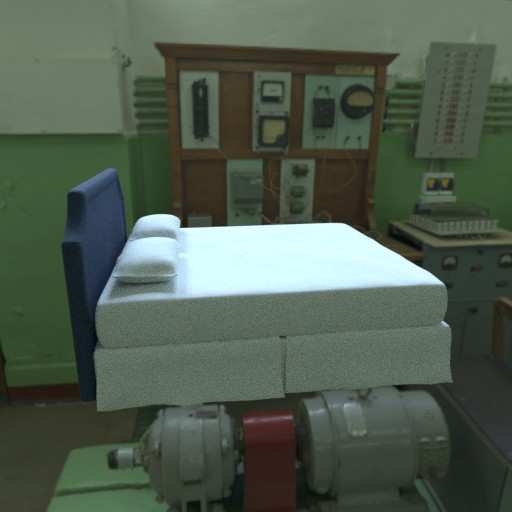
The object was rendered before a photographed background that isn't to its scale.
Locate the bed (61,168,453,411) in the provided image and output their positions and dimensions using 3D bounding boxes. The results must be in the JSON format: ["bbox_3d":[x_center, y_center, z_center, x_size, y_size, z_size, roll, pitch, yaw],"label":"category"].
[{"bbox_3d":[0.000,0.000,4.082,2.773,1.488,2.350,-3,17,-9],"label":"bed"}]
